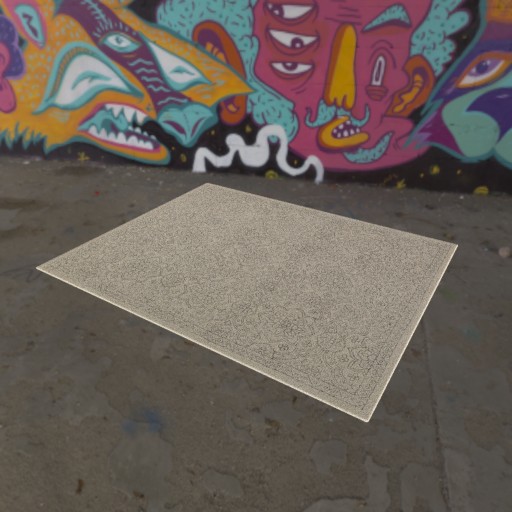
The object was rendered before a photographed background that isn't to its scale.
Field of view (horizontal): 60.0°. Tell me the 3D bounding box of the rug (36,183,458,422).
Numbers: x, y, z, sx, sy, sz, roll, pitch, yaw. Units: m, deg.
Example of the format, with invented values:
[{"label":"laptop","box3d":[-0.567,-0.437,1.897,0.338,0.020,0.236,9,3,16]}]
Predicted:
[{"label":"rug","box3d":[0.000,0.000,4.084,3.050,0.015,2.441,18,35,28]}]
